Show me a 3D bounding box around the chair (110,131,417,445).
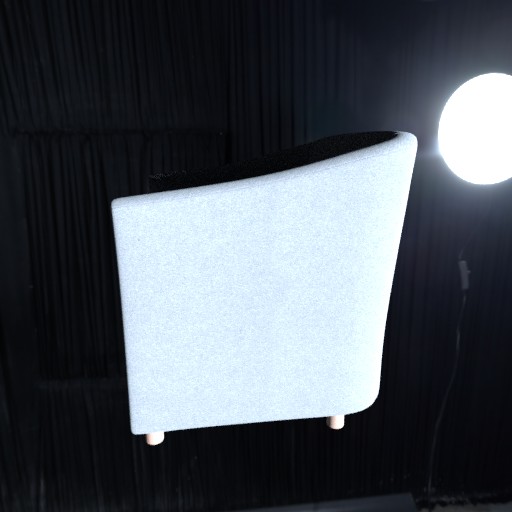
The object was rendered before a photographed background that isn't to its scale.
[{"bbox_3d":[0.000,0.000,1.333,0.700,0.720,0.790,-2,14,-8],"label":"chair"}]
